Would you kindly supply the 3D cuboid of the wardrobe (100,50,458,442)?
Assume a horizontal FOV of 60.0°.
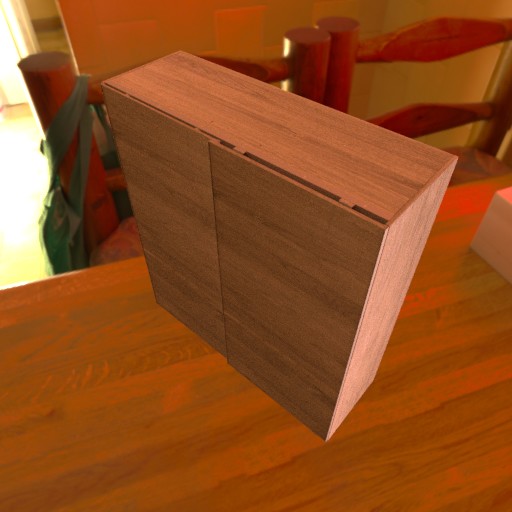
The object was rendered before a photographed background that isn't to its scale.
[{"bbox_3d":[0.000,0.000,2.858,1.780,1.960,0.629,32,54,27],"label":"wardrobe"}]
